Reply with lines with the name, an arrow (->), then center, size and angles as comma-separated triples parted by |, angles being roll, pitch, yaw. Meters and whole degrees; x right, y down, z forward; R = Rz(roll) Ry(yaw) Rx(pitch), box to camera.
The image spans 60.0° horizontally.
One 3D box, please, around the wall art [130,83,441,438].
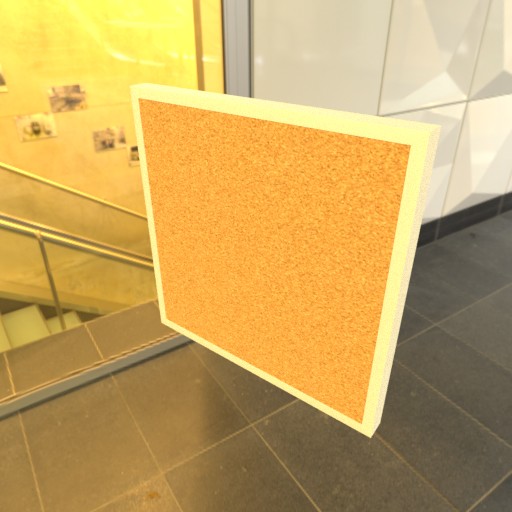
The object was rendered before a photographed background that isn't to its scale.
wall art -> 0.000, 0.000, 0.756 | 0.506, 0.505, 0.038 | 21, 36, 31
